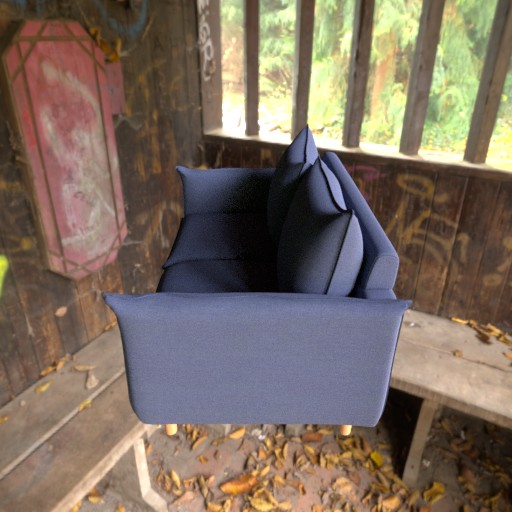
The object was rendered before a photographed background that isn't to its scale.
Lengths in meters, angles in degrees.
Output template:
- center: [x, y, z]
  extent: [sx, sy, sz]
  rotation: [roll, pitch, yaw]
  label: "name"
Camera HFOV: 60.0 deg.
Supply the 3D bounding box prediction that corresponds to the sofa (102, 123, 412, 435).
- center: [0.000, 0.000, 1.802]
  extent: [0.820, 0.840, 1.300]
  rotation: [0, 27, 0]
  label: "sofa"
